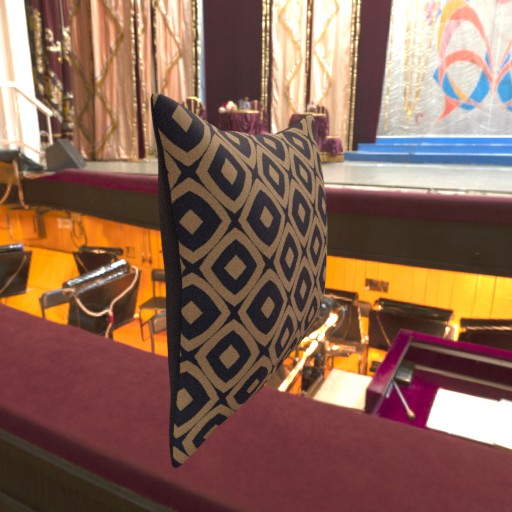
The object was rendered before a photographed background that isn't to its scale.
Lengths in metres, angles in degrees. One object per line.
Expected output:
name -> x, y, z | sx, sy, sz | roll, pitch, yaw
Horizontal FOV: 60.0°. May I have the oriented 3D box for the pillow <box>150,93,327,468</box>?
pillow -> 0.000, 0.000, 0.769 | 0.188, 0.494, 0.504 | 7, 16, 26
